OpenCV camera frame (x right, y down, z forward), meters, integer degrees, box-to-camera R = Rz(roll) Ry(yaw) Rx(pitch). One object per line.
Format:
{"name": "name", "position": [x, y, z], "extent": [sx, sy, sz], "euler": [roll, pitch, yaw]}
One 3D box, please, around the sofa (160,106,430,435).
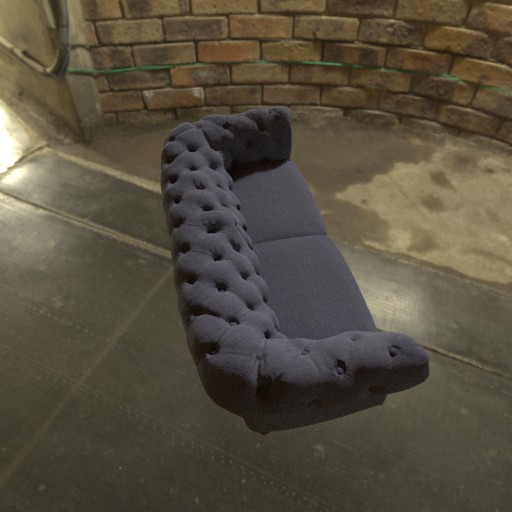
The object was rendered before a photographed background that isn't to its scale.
{"name": "sofa", "position": [0.000, 0.000, 2.839], "extent": [1.046, 0.836, 2.335], "euler": [-10, 48, -9]}
